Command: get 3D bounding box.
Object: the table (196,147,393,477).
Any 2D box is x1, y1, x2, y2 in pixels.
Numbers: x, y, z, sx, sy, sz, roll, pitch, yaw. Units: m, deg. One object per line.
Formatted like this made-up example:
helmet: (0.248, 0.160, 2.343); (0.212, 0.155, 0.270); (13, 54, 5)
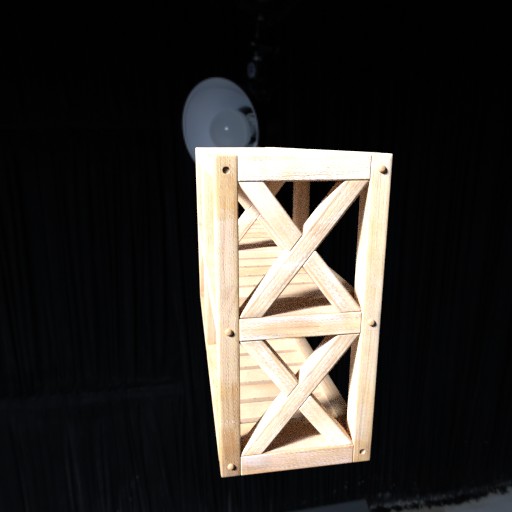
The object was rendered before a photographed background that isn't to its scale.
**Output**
table: (0.000, 0.000, 1.629); (0.381, 0.762, 1.320); (-2, 14, -9)
